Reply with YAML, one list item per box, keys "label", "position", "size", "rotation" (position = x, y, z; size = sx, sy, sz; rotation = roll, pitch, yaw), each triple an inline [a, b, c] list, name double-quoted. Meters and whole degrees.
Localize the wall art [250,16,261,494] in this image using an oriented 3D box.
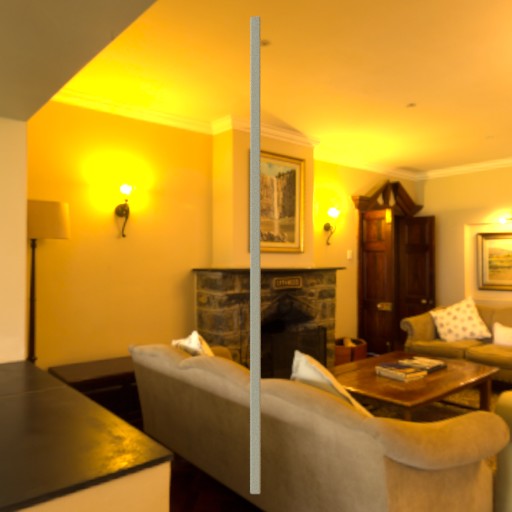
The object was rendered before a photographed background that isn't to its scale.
- label: "wall art"
  position: [0.000, 0.000, 0.677]
  size: [0.012, 0.529, 0.374]
  rotation: [0, -1, 0]
